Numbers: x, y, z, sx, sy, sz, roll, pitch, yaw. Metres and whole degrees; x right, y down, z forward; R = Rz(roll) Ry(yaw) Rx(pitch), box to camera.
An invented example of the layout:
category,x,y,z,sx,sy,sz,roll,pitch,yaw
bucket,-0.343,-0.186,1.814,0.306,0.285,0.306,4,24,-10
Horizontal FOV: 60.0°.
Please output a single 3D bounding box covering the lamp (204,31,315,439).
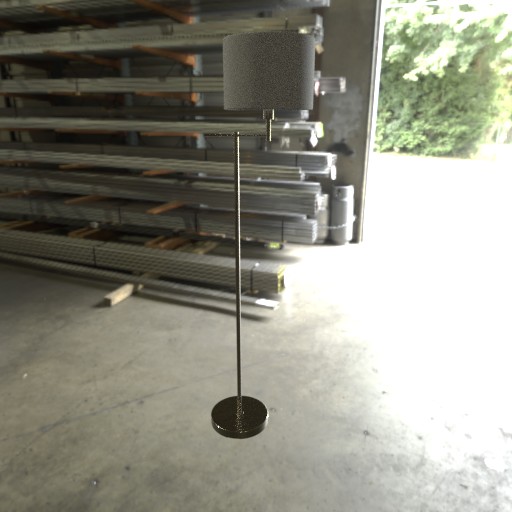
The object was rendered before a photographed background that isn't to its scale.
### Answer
category,x,y,z,sx,sy,sz,roll,pitch,yaw
lamp,0.000,0.000,1.805,0.416,1.600,0.324,2,18,8
